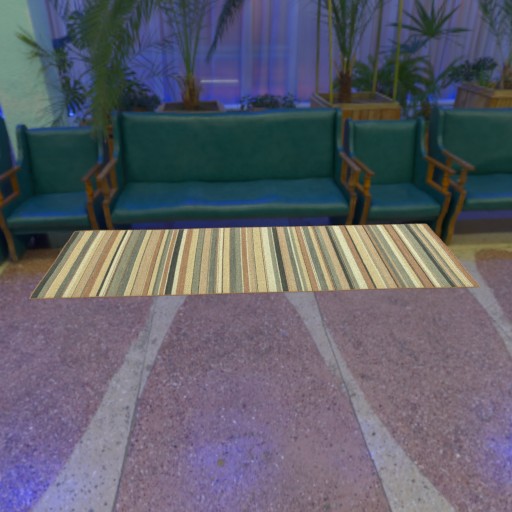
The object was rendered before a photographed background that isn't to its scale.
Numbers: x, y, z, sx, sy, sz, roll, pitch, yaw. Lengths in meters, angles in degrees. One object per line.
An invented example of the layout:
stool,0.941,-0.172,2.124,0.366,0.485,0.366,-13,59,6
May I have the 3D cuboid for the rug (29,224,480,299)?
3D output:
rug,0.000,0.000,2.732,2.444,0.010,0.799,-1,30,-2
